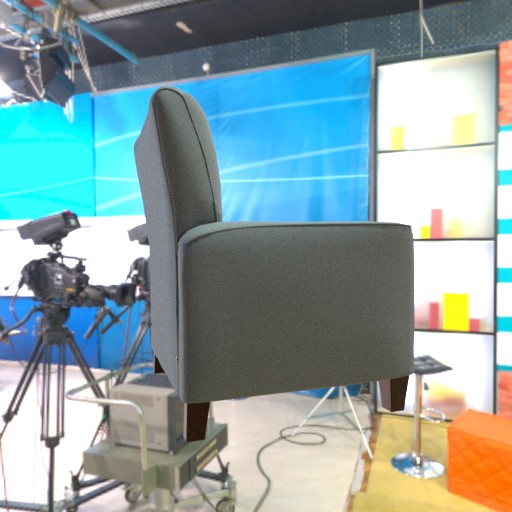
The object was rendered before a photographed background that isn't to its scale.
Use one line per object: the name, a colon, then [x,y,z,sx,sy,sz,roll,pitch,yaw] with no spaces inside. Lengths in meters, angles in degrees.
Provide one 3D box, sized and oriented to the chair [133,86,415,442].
chair: [0.000,0.000,1.670,0.846,1.007,0.853,0,1,-20]
